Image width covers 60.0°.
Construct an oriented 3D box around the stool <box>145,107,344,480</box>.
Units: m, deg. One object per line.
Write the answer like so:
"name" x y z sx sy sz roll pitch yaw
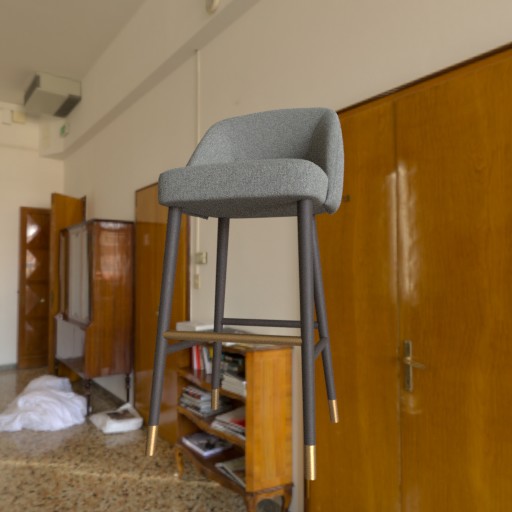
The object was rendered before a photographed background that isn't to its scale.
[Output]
"stool" 0.000 0.000 1.386 0.536 1.089 0.524 -1 -2 18
